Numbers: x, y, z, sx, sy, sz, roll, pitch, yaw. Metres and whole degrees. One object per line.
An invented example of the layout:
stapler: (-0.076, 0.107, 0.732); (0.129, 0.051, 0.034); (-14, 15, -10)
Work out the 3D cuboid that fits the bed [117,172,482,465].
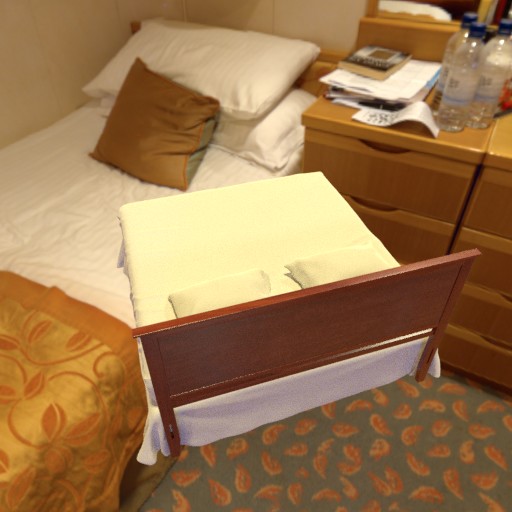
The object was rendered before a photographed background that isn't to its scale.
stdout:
bed: (0.000, 0.000, 3.542); (2.314, 1.271, 2.219); (-12, 42, -14)
